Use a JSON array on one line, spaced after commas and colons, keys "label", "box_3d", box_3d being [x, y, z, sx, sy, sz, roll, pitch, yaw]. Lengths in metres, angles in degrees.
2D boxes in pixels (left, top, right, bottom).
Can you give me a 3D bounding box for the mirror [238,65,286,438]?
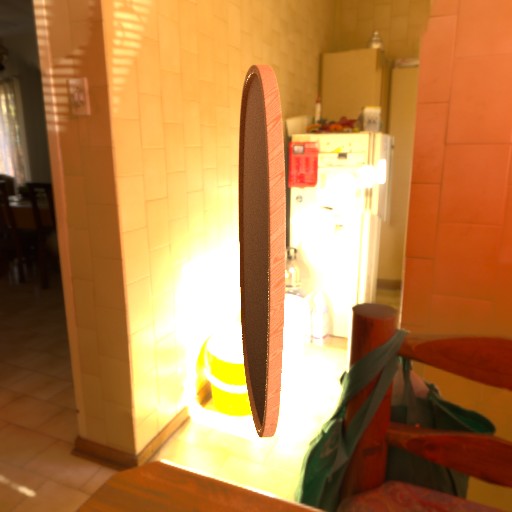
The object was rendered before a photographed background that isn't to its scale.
[{"label": "mirror", "box_3d": [0.000, 0.000, 1.358, 0.037, 1.075, 0.724, -2, 14, -8]}]
